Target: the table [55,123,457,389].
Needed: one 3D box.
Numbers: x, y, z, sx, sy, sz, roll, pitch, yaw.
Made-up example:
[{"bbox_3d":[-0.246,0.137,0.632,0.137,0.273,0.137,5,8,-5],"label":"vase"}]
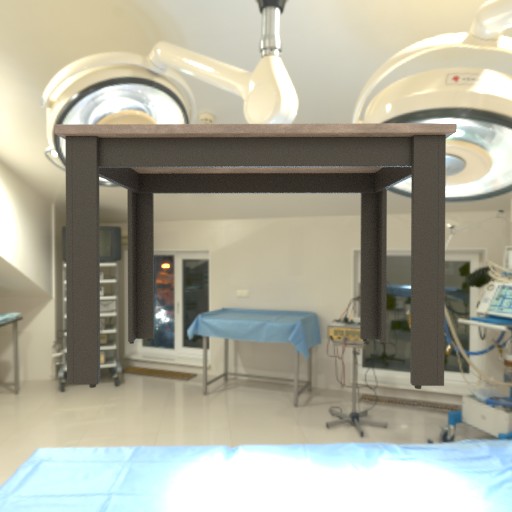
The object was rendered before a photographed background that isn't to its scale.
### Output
[{"bbox_3d":[0.000,0.000,1.566,1.100,0.734,0.700,0,1,1],"label":"table"}]
